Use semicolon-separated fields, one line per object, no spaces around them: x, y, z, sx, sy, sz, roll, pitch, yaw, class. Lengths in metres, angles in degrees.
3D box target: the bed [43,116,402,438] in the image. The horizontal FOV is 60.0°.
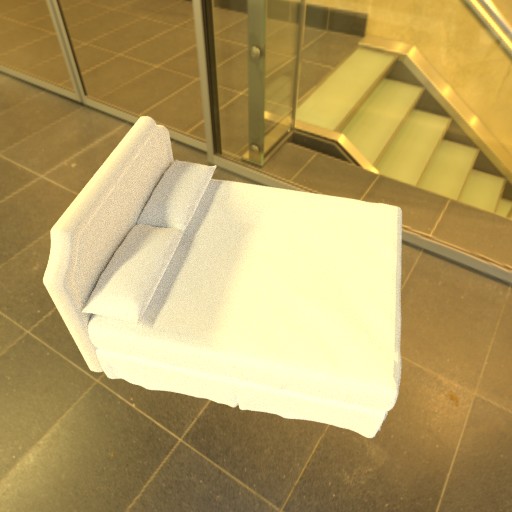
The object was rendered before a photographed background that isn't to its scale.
0.000;0.000;3.871;2.548;1.524;2.134;10;48;9;bed
